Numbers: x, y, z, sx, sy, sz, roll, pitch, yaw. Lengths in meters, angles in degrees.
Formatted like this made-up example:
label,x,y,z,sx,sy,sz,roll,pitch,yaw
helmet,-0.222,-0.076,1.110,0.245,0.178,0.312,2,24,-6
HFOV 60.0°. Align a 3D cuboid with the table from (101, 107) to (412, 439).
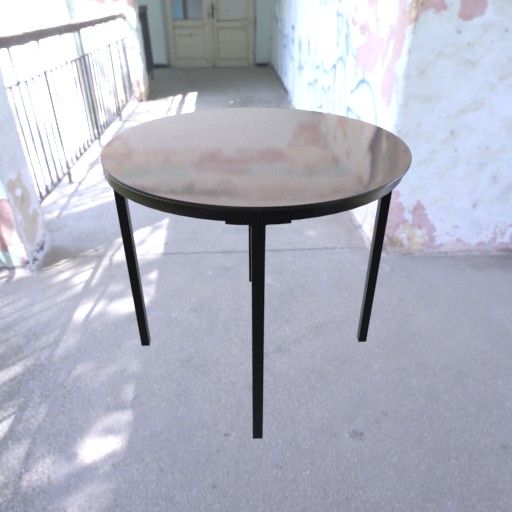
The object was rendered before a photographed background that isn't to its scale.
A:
label,x,y,z,sx,sy,sz,roll,pitch,yaw
table,0.000,0.000,0.856,0.499,0.443,0.499,0,32,0
